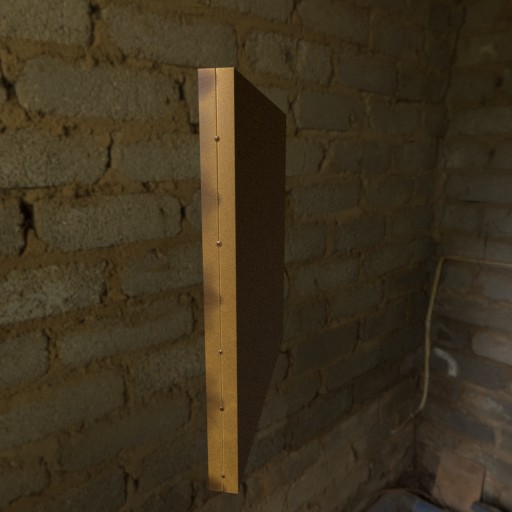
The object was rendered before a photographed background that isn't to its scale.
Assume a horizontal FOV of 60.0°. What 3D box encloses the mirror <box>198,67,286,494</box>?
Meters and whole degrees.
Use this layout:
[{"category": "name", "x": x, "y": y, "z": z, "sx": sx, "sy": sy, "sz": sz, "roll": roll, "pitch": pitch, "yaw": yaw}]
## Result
[{"category": "mirror", "x": 0.000, "y": 0.000, "z": 0.756, "sx": 0.042, "sy": 0.507, "sz": 0.509, "roll": 2, "pitch": 13, "yaw": 10}]
